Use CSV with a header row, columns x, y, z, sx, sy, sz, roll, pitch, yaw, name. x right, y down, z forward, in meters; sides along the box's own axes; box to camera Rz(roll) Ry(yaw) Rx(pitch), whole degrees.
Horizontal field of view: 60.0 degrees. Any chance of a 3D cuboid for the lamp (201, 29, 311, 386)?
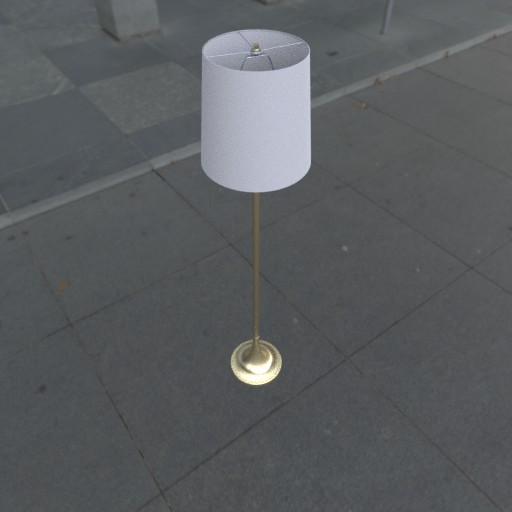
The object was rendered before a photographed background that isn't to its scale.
x,y,z,sx,sy,sz,roll,pitch,yaw,name
0.000,0.000,1.677,0.337,1.543,0.337,0,46,0,lamp
